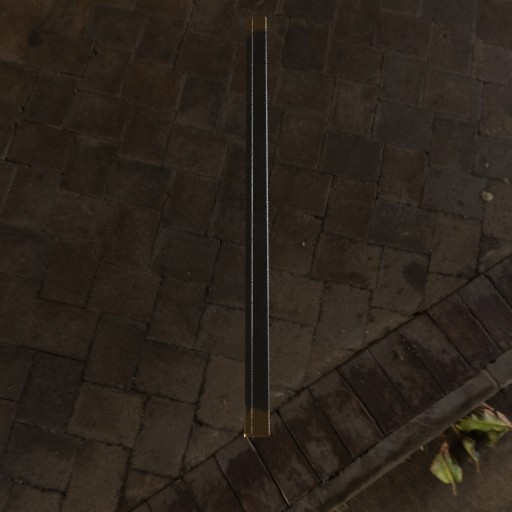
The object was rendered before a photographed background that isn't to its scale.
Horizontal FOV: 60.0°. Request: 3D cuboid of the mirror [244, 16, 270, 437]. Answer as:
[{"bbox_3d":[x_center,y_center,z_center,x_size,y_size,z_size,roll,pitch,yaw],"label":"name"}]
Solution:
[{"bbox_3d":[0.000,0.000,0.566,0.020,0.381,0.382,0,75,0],"label":"mirror"}]
